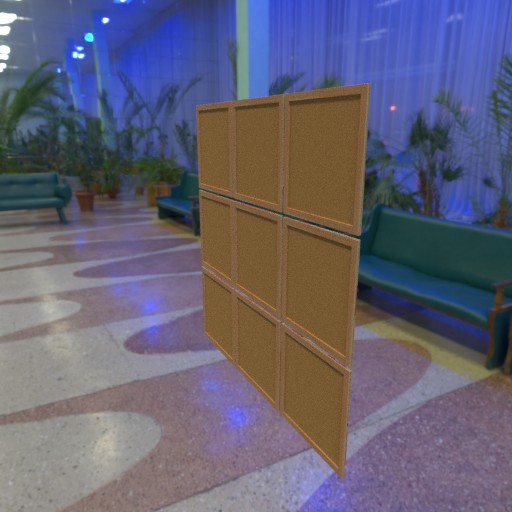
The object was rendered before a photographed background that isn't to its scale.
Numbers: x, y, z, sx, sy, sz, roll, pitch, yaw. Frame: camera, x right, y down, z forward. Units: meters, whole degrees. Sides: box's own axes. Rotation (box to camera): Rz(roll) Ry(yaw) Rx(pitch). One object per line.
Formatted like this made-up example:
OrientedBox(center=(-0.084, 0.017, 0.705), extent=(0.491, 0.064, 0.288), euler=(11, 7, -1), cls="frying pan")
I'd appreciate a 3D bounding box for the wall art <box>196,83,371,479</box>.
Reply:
OrientedBox(center=(0.000, 0.000, 2.255), extent=(0.013, 1.519, 1.521), euler=(-8, 18, -27), cls="wall art")
